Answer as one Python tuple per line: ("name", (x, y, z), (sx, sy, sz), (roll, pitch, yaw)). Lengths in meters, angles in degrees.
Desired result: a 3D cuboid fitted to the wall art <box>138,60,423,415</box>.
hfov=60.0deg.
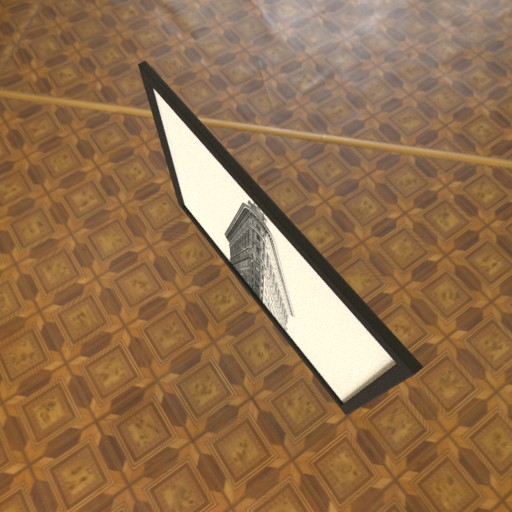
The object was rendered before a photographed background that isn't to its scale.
("wall art", (0.000, 0.000, 1.251), (0.049, 0.659, 0.964), (-33, 69, -15))
